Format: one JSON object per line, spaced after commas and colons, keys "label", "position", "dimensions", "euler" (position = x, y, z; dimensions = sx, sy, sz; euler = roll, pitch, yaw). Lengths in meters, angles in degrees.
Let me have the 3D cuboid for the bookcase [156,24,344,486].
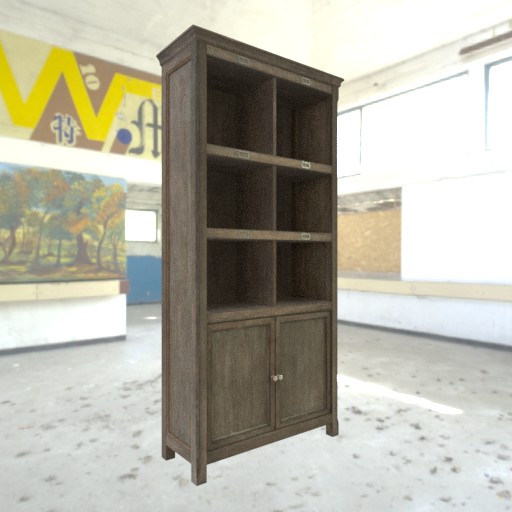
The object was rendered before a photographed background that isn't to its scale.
{"label": "bookcase", "position": [0.000, 0.000, 2.194], "dimensions": [0.906, 1.880, 0.348], "euler": [0, 0, -37]}
